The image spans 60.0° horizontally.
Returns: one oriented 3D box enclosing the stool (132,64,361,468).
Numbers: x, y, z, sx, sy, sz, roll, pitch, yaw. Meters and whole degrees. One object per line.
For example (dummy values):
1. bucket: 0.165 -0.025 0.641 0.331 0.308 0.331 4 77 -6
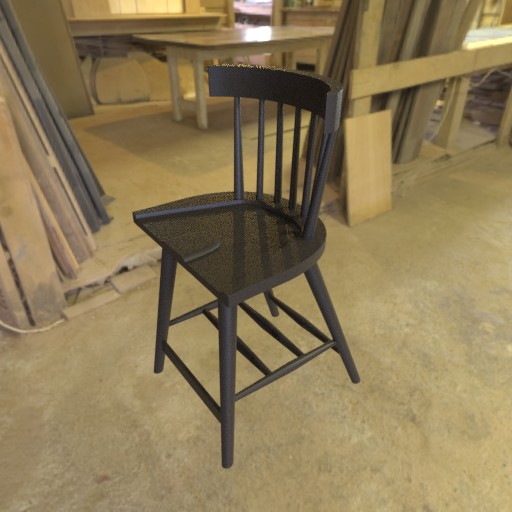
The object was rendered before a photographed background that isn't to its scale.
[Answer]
1. stool: 0.000 0.000 1.263 0.549 0.953 0.494 -21 37 -30
